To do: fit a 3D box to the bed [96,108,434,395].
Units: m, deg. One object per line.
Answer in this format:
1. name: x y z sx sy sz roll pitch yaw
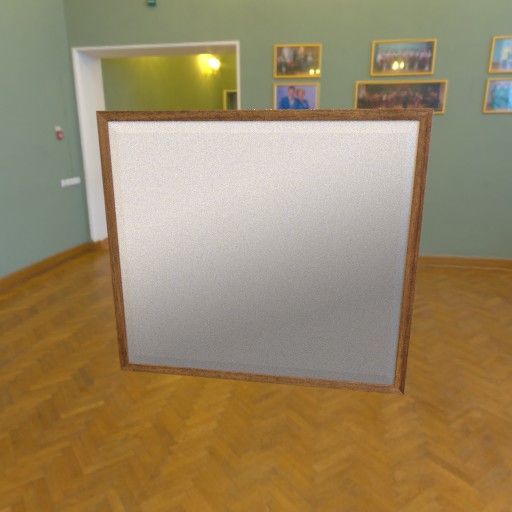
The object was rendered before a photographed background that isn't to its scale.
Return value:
1. bed: 0.000 0.000 1.500 1.041 0.940 0.043 3 16 9
